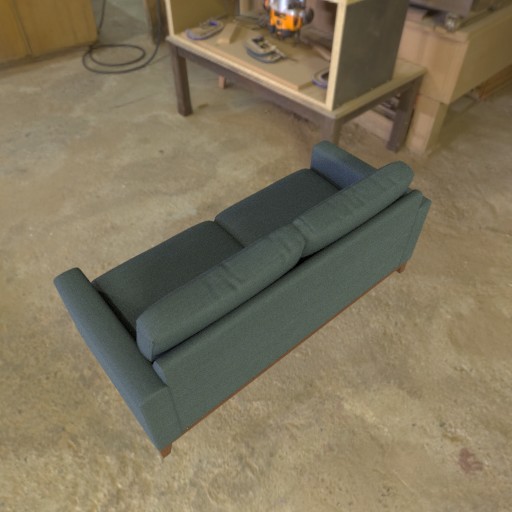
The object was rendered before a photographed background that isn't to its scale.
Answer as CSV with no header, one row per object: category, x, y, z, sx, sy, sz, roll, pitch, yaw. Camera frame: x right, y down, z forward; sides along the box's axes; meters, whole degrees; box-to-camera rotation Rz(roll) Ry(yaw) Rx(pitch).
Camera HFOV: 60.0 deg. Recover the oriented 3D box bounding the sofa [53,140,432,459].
sofa,0.000,0.000,2.453,1.900,0.865,0.877,-32,54,-26
